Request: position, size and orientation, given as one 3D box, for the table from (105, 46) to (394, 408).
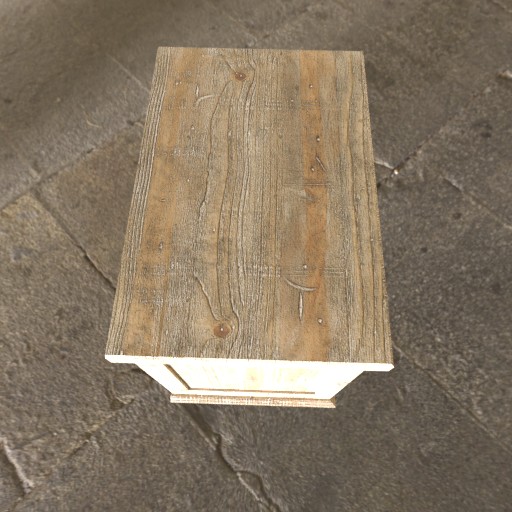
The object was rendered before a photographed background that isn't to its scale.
[{"bbox_3d":[0.000,0.000,1.147,0.457,0.711,0.686,2,65,1],"label":"table"}]
